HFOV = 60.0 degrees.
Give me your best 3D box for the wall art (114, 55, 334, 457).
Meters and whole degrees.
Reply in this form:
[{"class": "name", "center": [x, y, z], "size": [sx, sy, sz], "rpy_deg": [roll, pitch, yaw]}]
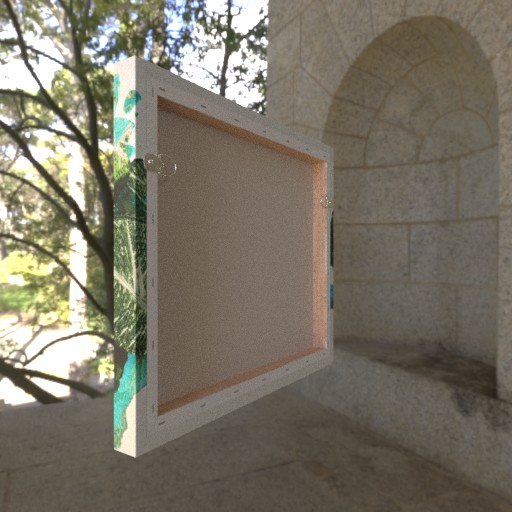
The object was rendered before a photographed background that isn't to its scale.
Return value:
[{"class": "wall art", "center": [0.000, 0.000, 0.696], "size": [0.041, 0.435, 0.507], "rpy_deg": [0, 0, 34]}]
